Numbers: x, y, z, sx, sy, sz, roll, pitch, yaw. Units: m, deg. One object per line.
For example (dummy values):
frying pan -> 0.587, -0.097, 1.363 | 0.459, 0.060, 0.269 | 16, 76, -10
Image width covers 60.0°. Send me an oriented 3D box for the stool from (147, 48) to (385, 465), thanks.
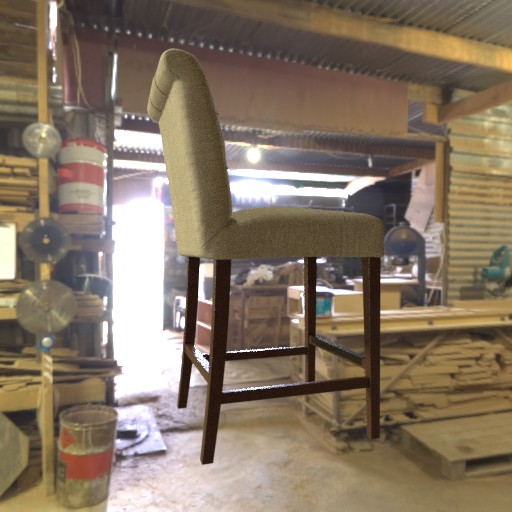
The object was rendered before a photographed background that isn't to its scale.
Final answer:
stool -> 0.000, 0.000, 1.436 | 0.660, 1.084, 0.486 | 0, 1, -18
